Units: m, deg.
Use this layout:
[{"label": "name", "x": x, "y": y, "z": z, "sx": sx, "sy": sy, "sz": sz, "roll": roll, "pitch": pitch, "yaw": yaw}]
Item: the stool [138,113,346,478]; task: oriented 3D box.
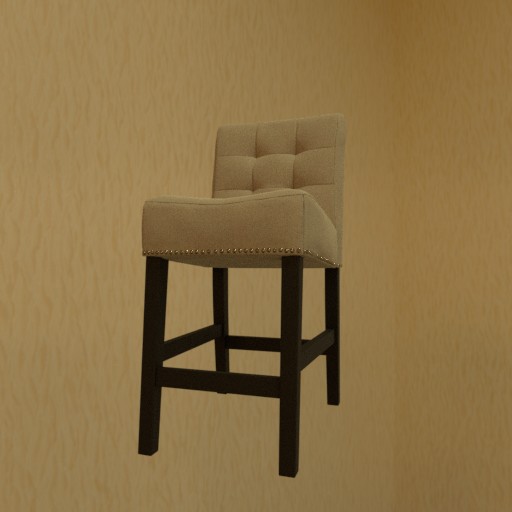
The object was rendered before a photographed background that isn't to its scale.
[{"label": "stool", "x": 0.000, "y": 0.000, "z": 1.198, "sx": 0.427, "sy": 0.885, "sz": 0.571, "roll": 0, "pitch": -1, "yaw": 18}]
